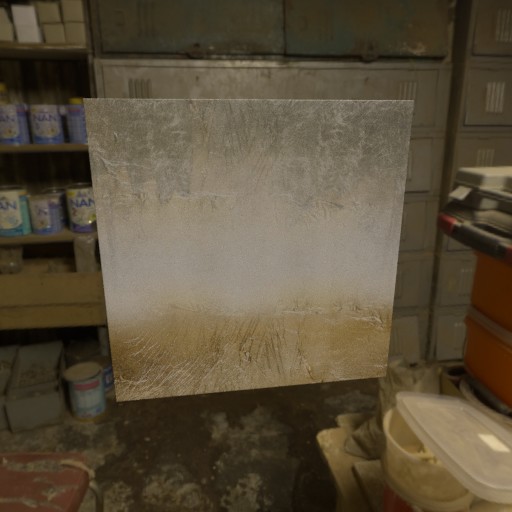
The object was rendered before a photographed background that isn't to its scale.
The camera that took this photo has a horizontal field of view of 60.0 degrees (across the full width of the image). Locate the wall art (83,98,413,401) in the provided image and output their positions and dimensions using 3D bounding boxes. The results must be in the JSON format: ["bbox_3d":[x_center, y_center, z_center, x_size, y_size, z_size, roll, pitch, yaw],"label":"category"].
[{"bbox_3d":[0.000,0.000,0.918,0.610,0.610,0.038,-3,18,-9],"label":"wall art"}]
